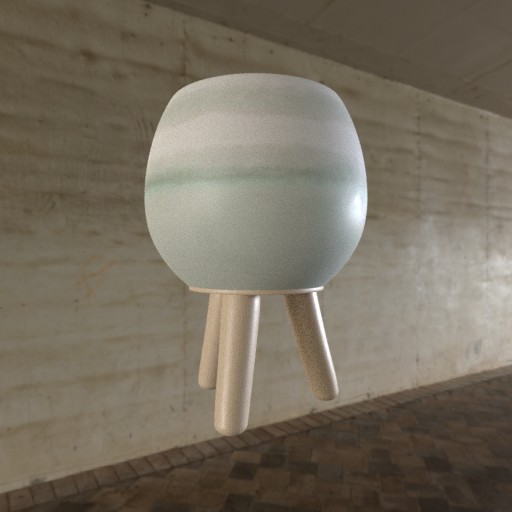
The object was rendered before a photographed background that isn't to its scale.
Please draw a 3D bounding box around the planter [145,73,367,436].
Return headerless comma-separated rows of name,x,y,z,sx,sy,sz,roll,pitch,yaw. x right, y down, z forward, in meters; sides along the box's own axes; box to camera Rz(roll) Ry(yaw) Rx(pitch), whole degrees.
planter,0.000,0.000,0.331,0.161,0.224,0.161,0,0,0
